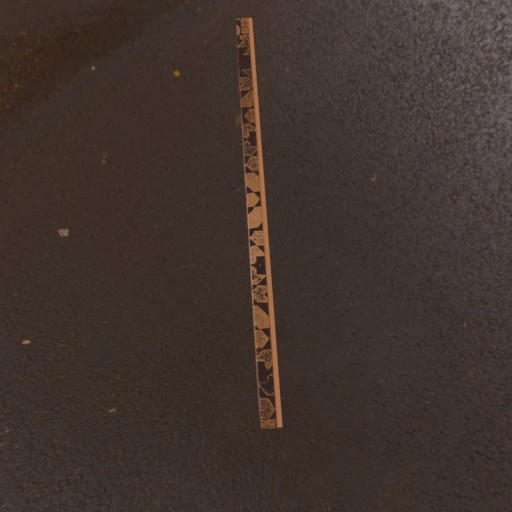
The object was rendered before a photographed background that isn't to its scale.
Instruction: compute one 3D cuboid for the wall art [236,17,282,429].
[{"bbox_3d":[0.000,0.000,1.361,0.038,0.914,0.914,-3,74,-1],"label":"wall art"}]
